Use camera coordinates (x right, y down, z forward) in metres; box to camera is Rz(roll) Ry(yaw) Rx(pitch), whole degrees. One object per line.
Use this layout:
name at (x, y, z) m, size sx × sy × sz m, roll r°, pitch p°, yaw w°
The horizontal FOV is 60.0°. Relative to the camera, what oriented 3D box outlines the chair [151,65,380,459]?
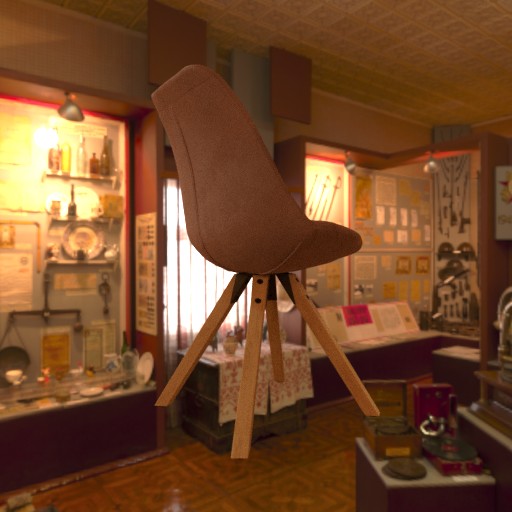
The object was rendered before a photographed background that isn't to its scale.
chair at (0.000, 0.000, 1.212) m, size 0.550 × 0.850 × 0.485 m, roll 0°, pitch 0°, yaw -36°
